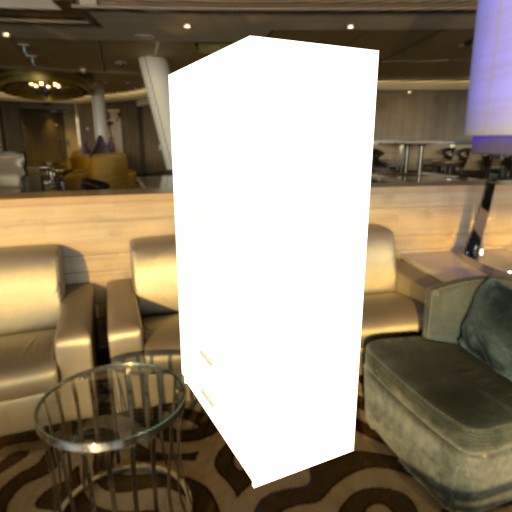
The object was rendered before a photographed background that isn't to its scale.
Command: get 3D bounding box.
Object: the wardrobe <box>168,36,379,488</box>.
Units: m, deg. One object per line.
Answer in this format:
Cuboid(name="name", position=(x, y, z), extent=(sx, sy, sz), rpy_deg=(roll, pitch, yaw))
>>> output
Cuboid(name="wardrobe", position=(0.000, 0.000, 2.250), extent=(0.577, 1.808, 0.991), rpy_deg=(-7, 16, -26))
